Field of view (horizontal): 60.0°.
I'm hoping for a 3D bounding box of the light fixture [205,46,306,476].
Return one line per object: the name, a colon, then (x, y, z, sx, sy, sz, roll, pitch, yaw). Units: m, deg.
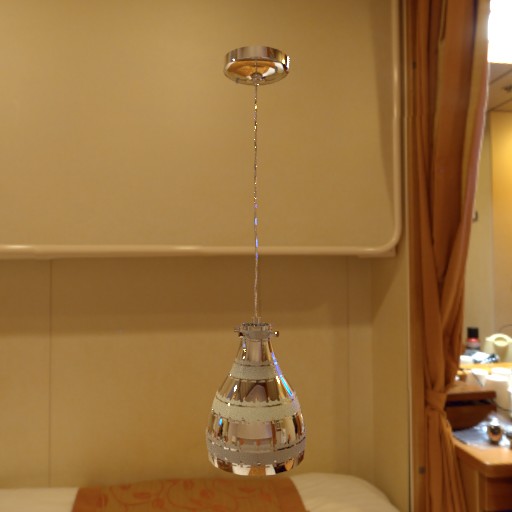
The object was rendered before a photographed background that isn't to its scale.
light fixture: (0.000, 0.000, 1.652, 0.374, 1.457, 0.374, -1, -1, 35)
